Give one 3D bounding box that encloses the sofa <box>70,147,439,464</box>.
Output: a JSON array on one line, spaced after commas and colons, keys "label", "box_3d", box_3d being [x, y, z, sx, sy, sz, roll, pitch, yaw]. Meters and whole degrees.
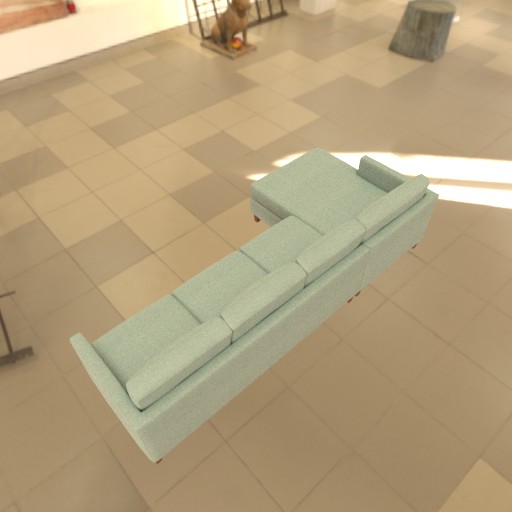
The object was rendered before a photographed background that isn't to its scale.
[{"label": "sofa", "box_3d": [0.000, 0.000, 4.134, 3.470, 0.953, 1.600, -34, 56, -27]}]
